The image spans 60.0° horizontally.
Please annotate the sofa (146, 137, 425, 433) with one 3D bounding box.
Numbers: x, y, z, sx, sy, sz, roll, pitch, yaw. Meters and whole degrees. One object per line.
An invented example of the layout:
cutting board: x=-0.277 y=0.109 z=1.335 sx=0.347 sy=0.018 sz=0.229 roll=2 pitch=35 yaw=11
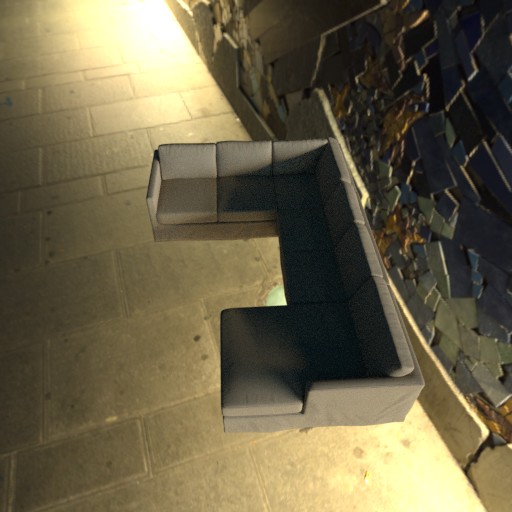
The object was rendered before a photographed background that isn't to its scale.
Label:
sofa: x=0.000 y=0.000 z=4.725 sx=2.427 sy=0.882 sz=3.460 roll=-3 pitch=46 yaw=-2
